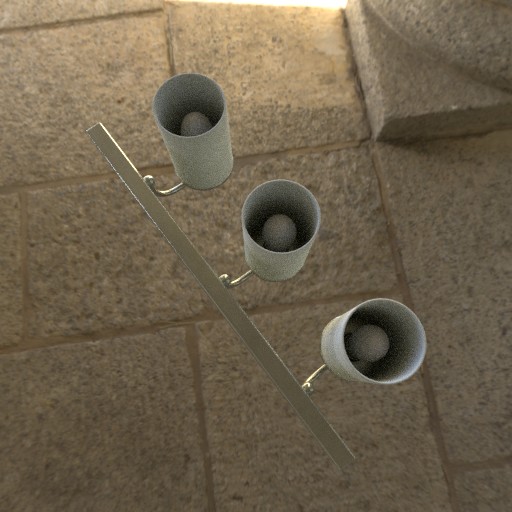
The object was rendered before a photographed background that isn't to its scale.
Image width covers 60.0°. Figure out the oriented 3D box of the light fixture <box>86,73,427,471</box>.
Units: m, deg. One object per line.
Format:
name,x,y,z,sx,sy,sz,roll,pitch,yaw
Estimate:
light fixture,0.000,0.000,0.521,0.145,0.172,0.451,-37,79,-9
